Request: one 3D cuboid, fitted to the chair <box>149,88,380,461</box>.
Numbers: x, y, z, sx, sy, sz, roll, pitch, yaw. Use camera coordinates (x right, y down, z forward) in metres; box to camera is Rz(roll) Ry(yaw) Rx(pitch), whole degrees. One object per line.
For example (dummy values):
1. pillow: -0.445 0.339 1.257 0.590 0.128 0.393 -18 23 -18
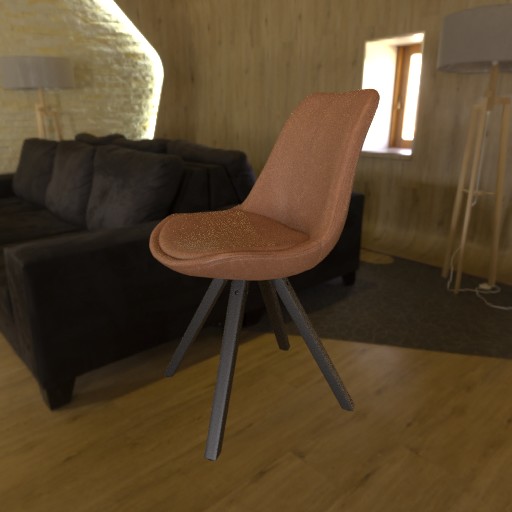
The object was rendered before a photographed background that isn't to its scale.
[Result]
1. chair: 0.000 0.000 1.199 0.550 0.850 0.475 -8 19 -24
